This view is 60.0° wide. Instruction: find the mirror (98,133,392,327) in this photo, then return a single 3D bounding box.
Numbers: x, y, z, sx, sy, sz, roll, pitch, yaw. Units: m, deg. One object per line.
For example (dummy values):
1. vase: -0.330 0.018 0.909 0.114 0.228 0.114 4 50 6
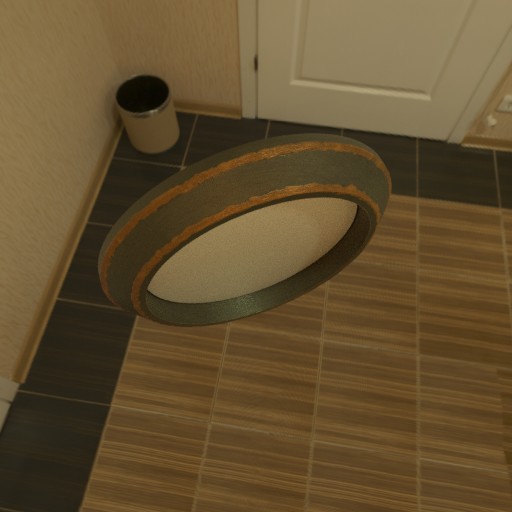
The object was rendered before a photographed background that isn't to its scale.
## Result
1. mirror: 0.000 0.000 1.356 0.907 0.907 0.111 -18 65 -9
